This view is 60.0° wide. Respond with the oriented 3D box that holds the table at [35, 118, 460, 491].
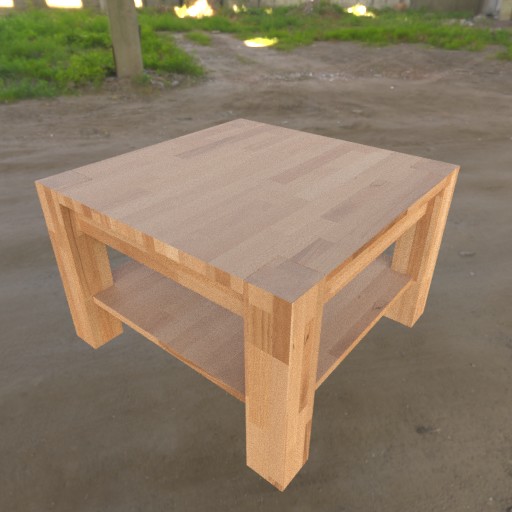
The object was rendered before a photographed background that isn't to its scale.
[{"bbox_3d":[0.000,0.000,1.144,0.700,0.451,0.700,23,38,33],"label":"table"}]
